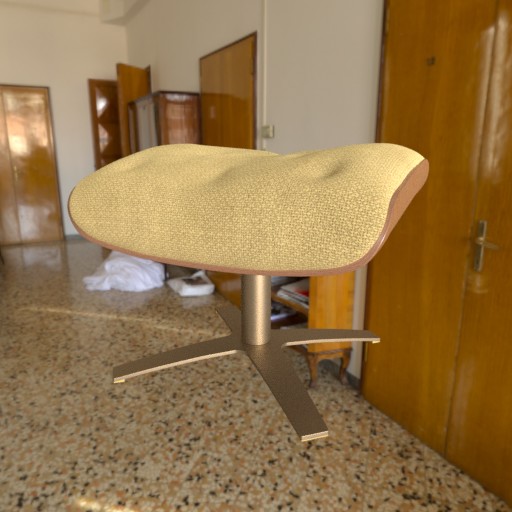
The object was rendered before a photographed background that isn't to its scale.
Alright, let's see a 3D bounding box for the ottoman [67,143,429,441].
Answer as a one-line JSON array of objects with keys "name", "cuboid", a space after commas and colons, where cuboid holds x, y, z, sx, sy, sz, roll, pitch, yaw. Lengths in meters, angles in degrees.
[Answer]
[{"name": "ottoman", "cuboid": [0.000, 0.000, 0.793, 0.520, 0.391, 0.394, 7, 16, 26]}]
